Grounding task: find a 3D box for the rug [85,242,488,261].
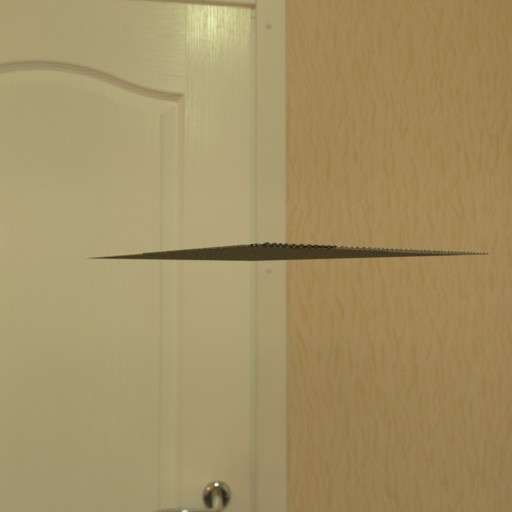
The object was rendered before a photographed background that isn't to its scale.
[{"bbox_3d":[0.000,0.000,2.986,1.600,0.013,2.312,1,-2,-36],"label":"rug"}]
